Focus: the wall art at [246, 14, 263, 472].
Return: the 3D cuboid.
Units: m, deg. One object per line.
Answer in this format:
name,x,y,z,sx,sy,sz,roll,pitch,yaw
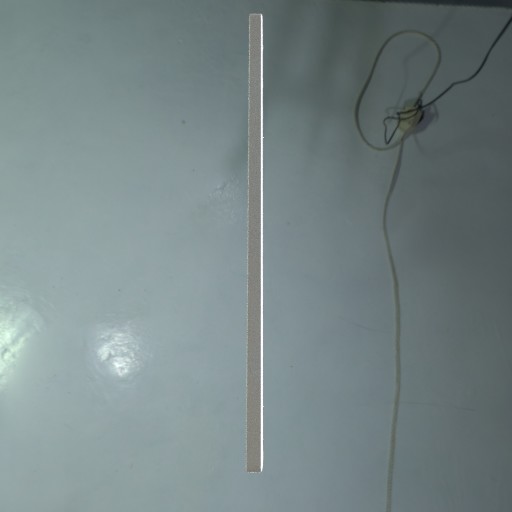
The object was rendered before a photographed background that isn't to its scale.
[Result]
wall art,0.000,0.000,1.581,0.042,0.912,1.219,0,77,0
